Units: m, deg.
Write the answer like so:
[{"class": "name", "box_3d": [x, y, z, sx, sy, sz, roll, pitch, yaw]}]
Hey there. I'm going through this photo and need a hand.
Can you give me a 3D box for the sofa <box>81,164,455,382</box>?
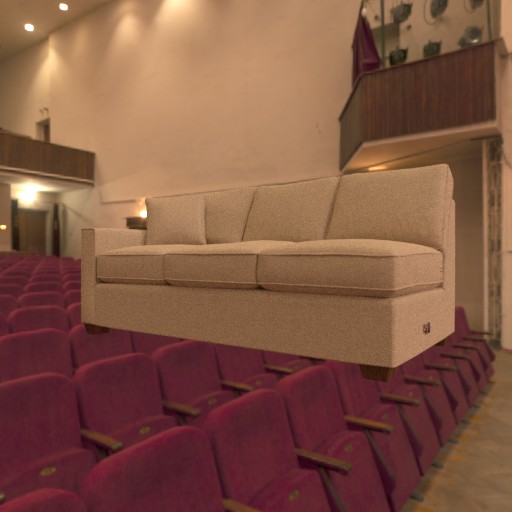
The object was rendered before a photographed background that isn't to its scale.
[{"class": "sofa", "box_3d": [0.000, 0.000, 2.540, 1.962, 0.946, 1.034, 0, 0, 36]}]
